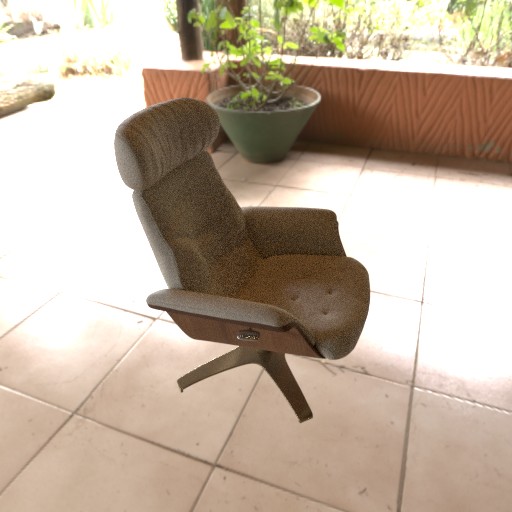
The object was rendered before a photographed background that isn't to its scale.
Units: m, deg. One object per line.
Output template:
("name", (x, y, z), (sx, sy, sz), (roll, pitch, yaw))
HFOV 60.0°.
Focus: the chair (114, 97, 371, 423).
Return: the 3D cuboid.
("chair", (0.000, 0.000, 1.599), (0.837, 0.995, 0.785), (11, 33, 17))
